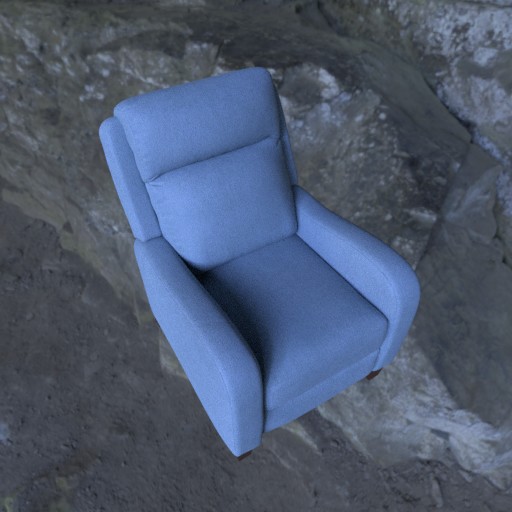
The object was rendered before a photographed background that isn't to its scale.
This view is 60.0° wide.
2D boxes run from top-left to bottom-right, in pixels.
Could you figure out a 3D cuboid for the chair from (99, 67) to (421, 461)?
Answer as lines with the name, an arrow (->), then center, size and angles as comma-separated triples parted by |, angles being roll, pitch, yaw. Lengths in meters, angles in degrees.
chair -> 0.000, 0.000, 1.689 | 0.785, 1.067, 0.988 | -23, 50, -22
